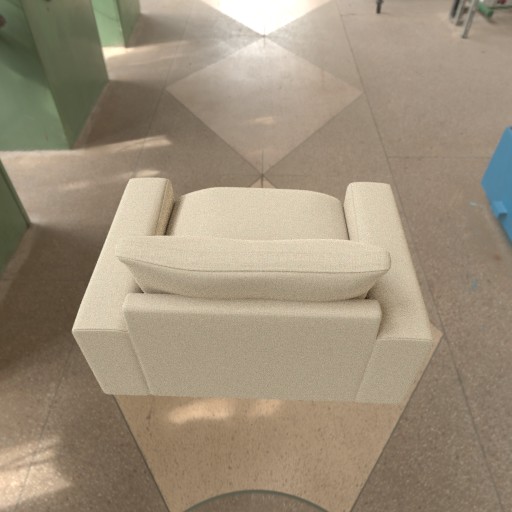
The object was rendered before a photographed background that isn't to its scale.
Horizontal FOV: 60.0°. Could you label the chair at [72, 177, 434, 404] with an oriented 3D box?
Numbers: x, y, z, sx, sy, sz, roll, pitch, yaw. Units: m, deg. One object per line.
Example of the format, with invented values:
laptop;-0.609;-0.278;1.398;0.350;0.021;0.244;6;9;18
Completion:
chair;0.000;0.000;2.116;1.398;0.915;1.039;1;46;1
